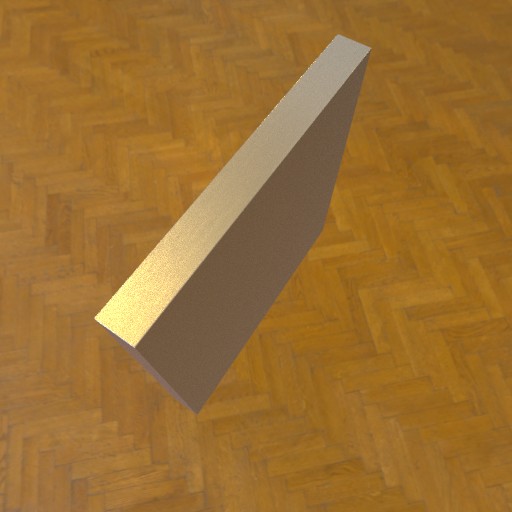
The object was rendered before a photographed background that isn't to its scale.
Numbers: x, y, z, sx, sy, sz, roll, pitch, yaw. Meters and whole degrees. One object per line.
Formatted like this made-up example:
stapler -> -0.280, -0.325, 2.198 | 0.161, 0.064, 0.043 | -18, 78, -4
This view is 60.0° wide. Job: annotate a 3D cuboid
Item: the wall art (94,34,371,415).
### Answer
wall art -> 0.000, 0.000, 0.522 | 0.038, 0.350, 0.350 | 30, 67, 14
